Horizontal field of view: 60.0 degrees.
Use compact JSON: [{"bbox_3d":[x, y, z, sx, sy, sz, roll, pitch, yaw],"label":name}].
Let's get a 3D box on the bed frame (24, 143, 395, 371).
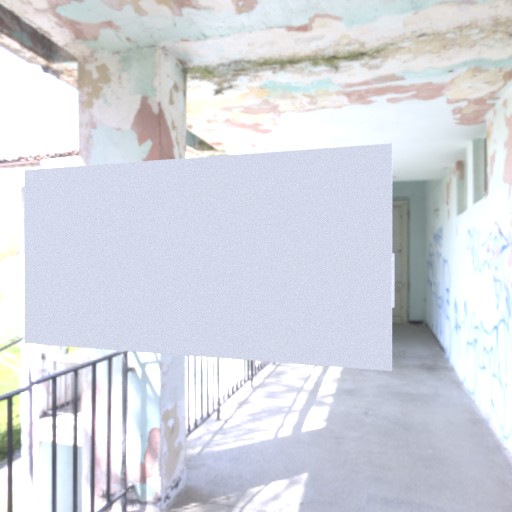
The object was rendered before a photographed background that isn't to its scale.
[{"bbox_3d":[0.000,0.000,2.733,1.622,0.800,1.960,0,0,18],"label":"bed frame"}]
